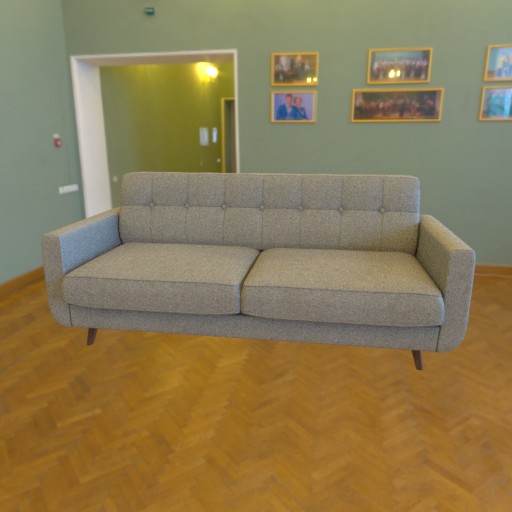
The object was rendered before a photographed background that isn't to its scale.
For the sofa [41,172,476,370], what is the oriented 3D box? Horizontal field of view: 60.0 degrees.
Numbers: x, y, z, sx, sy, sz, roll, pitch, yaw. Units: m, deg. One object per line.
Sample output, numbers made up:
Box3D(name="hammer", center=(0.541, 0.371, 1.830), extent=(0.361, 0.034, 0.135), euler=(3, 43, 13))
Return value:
Box3D(name="sofa", center=(0.000, 0.000, 2.495), extent=(2.055, 0.873, 0.968), euler=(2, 15, 9))
